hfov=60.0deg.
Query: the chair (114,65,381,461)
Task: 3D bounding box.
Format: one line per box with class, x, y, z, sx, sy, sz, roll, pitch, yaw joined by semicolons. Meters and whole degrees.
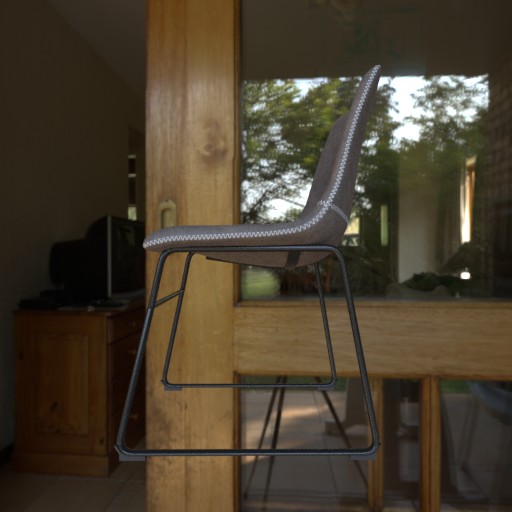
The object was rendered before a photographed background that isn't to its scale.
chair;0.000;0.000;1.068;0.550;0.780;0.460;0;0;-1
